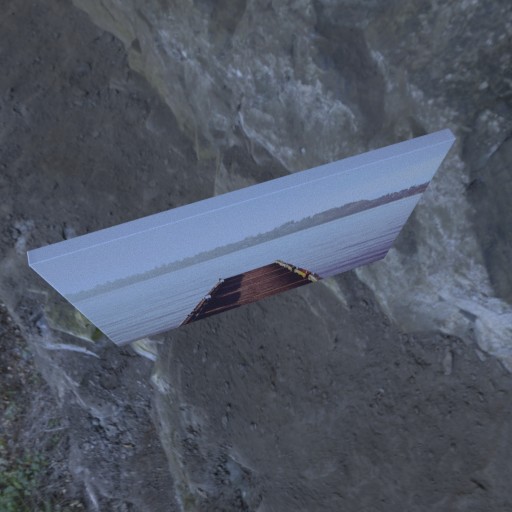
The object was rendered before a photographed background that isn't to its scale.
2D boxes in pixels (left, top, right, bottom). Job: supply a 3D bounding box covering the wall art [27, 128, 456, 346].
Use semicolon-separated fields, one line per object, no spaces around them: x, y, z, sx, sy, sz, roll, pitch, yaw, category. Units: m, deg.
0.000;0.000;1.478;1.149;0.765;0.040;-18;65;-8;wall art
